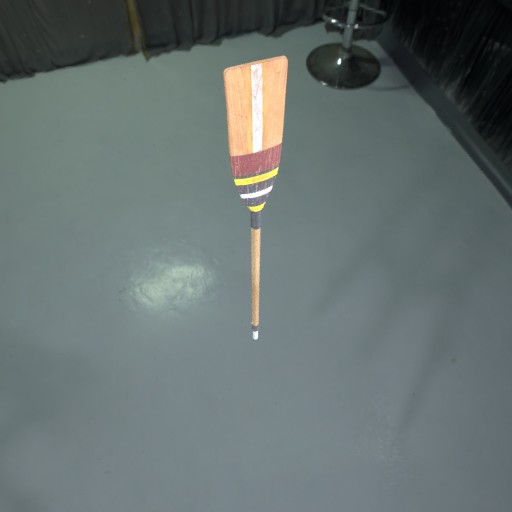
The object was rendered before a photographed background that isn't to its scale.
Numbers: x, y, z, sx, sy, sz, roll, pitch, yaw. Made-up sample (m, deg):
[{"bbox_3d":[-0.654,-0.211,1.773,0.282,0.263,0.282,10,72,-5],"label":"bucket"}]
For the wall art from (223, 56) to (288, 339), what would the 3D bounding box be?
[{"bbox_3d":[0.000,0.000,1.609,0.146,1.556,0.038,-18,59,-11],"label":"wall art"}]
